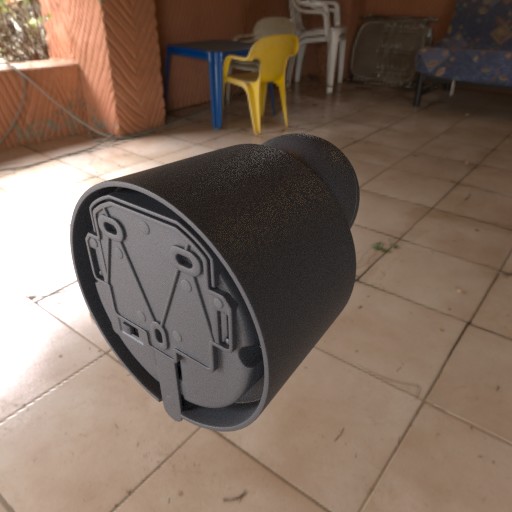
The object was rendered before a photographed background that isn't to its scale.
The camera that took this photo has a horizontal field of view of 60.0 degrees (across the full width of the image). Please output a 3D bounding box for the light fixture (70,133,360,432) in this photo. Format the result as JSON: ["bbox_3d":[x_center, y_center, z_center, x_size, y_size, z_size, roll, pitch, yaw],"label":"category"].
[{"bbox_3d":[0.000,0.000,0.269,0.134,0.143,0.160,21,37,31],"label":"light fixture"}]
